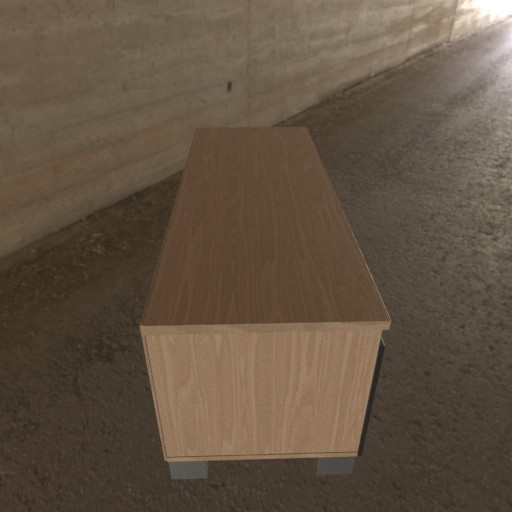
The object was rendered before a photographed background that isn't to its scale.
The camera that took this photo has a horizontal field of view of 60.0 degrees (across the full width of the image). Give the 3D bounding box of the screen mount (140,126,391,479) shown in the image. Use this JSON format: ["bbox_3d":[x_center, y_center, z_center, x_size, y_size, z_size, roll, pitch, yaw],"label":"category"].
[{"bbox_3d":[0.000,0.000,1.285,0.406,0.432,1.084,-1,32,-2],"label":"screen mount"}]
